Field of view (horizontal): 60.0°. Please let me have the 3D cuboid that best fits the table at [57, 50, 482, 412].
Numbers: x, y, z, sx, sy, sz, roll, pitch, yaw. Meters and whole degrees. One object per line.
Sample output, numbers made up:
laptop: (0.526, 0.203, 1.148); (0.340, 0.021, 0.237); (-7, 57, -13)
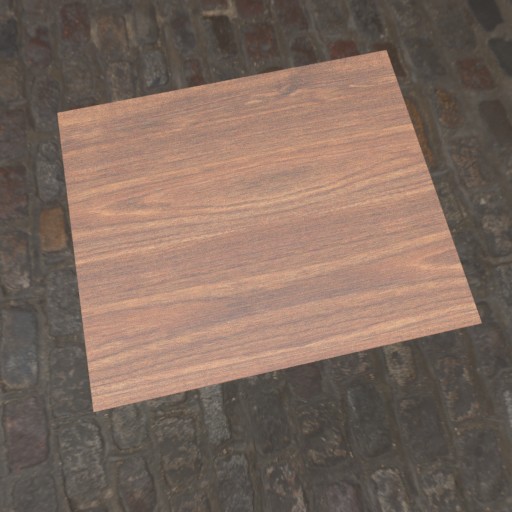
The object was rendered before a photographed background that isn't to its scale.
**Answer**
table: (0.000, 0.000, 1.109); (0.660, 0.635, 0.559); (-12, 76, -3)
